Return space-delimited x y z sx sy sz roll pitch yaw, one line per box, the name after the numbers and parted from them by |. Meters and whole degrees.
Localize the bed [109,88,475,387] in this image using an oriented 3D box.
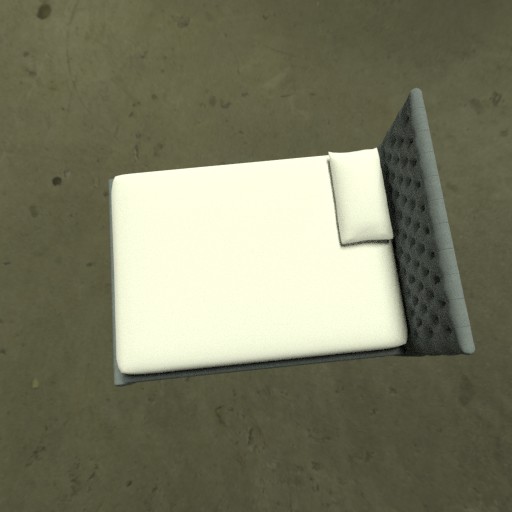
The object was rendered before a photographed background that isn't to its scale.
0.000 0.000 3.310 2.335 1.411 1.698 -6 77 -1 | bed
